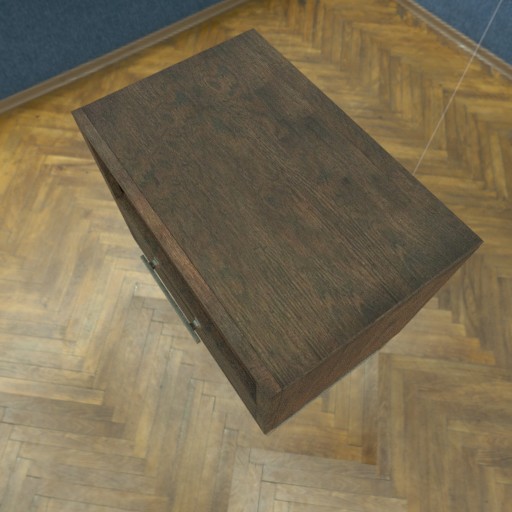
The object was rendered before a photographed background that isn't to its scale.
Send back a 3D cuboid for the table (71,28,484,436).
[{"bbox_3d":[0.000,0.000,1.250,0.542,0.746,0.767,-32,67,-15],"label":"table"}]
